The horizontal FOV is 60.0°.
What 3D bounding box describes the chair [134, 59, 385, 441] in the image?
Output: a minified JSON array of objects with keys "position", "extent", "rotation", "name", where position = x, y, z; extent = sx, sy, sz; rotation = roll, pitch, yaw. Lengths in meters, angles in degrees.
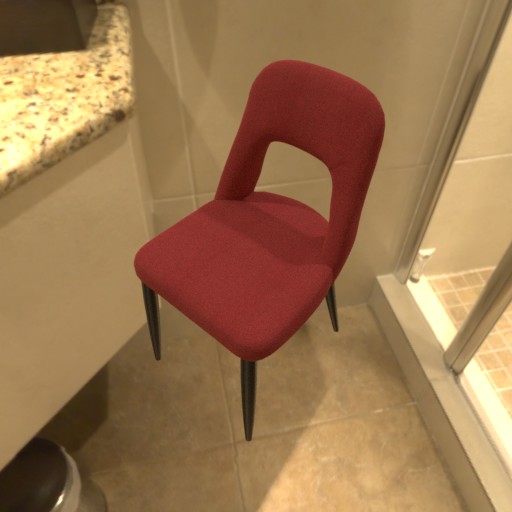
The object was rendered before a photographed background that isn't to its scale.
[{"position":[0.000,0.000,1.252],"extent":[0.483,0.892,0.569],"rotation":[32,55,27],"name":"chair"}]
